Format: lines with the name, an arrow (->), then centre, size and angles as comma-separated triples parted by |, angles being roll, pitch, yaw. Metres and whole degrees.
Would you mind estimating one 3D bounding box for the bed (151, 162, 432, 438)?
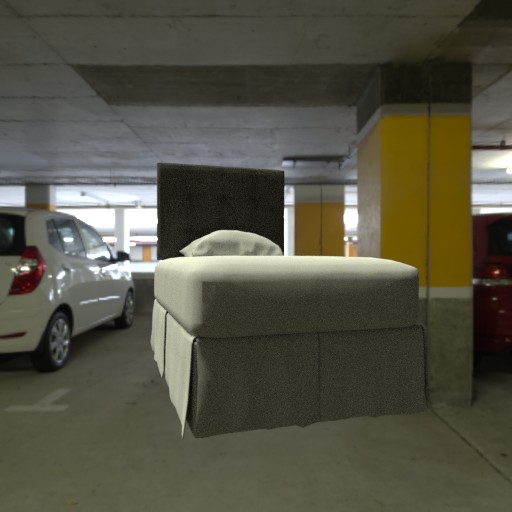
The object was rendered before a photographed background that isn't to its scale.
bed -> 0.000, 0.000, 2.968 | 1.261, 1.571, 1.997 | 0, 0, -18
